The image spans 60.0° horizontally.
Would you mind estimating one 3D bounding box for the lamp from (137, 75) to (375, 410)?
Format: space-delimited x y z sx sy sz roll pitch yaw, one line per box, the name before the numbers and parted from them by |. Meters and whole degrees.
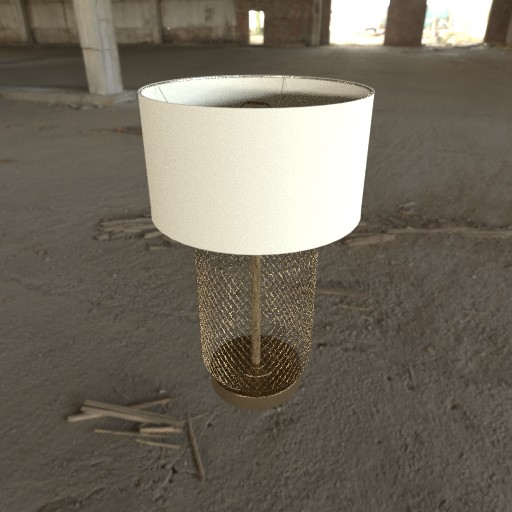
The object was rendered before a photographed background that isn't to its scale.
lamp | 0.000 0.000 0.809 0.353 0.578 0.353 0 28 0
